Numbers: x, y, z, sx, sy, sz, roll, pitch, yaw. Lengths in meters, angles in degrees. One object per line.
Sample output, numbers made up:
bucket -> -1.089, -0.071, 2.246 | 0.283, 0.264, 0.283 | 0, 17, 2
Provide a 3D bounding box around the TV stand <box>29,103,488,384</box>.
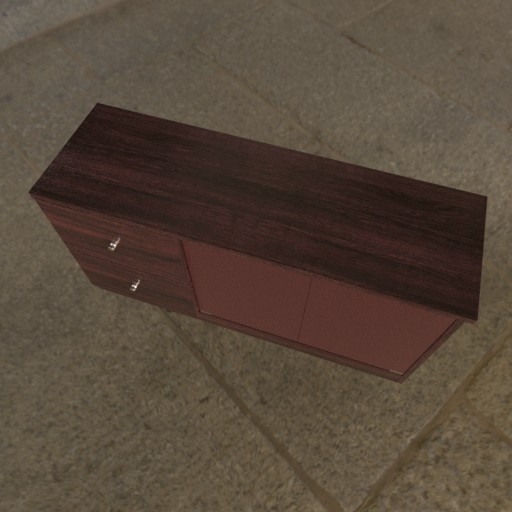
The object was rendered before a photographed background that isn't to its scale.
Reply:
TV stand -> 0.000, 0.000, 1.464 | 1.192, 0.614, 0.404 | 16, 60, 9
